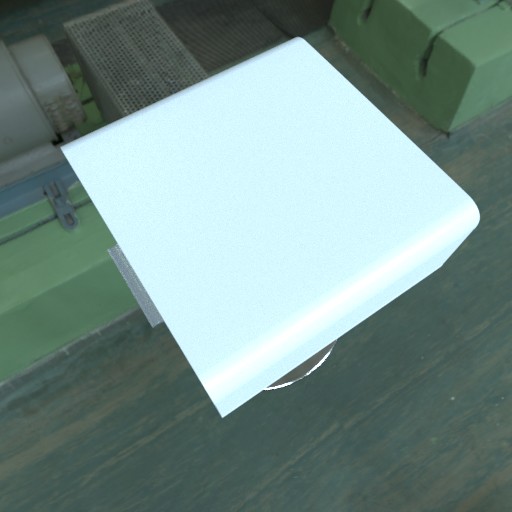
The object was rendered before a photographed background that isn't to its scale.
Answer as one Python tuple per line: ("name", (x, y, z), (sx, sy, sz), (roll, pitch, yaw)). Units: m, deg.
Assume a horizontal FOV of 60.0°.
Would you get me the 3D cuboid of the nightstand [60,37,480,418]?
("nightstand", (0.000, 0.000, 0.756), (0.404, 0.447, 0.399), (-31, 68, -14))
